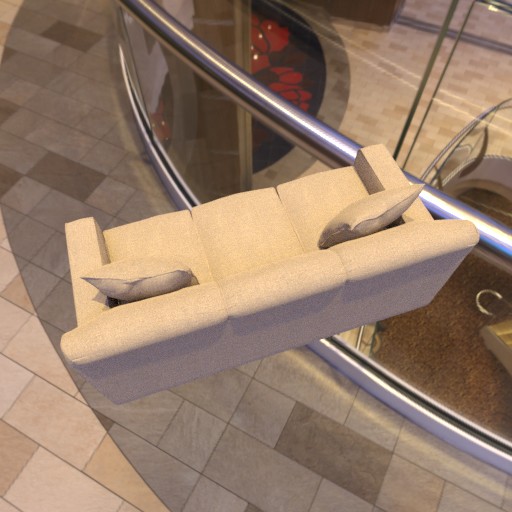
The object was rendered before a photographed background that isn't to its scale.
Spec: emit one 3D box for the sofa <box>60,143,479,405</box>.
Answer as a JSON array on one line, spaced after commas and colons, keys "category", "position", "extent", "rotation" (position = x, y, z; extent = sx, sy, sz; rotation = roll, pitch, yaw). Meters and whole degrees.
[{"category": "sofa", "position": [0.000, 0.000, 2.591], "extent": [2.024, 0.958, 0.997], "rotation": [-16, 60, -9]}]
